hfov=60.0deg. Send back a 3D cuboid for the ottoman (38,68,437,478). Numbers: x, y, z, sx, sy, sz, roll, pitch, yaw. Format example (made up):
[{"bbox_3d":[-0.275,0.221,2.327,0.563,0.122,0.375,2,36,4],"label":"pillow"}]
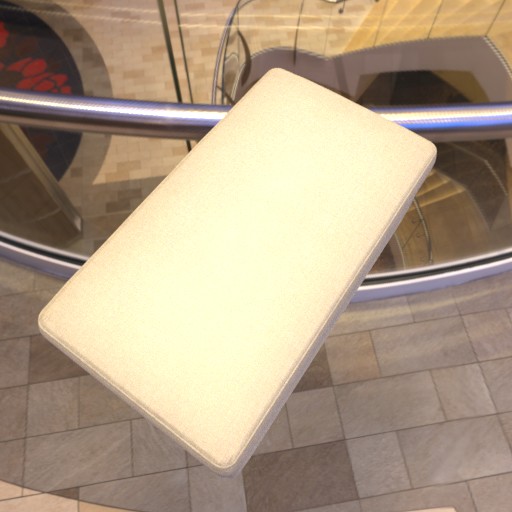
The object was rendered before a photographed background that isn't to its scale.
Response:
[{"bbox_3d":[0.000,0.000,1.369,0.617,0.461,1.097,32,69,14],"label":"ottoman"}]
